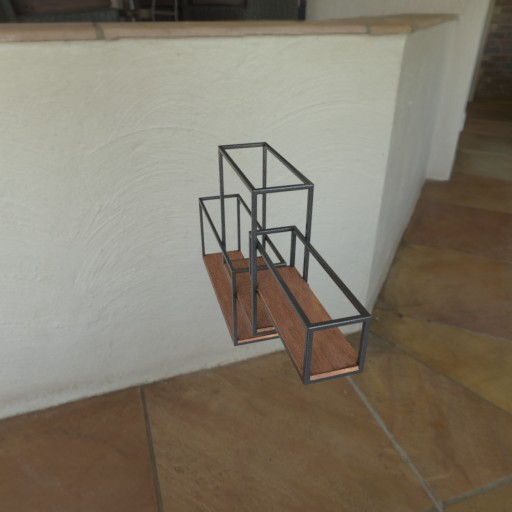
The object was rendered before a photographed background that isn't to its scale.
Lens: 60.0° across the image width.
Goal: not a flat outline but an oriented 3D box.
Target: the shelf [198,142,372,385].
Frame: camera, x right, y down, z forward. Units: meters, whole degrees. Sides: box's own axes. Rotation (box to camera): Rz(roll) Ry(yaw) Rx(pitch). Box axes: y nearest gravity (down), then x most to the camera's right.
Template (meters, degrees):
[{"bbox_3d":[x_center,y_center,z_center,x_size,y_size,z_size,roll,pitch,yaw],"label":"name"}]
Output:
[{"bbox_3d":[0.000,0.000,2.156,0.275,0.972,1.781,-8,30,-14],"label":"shelf"}]
